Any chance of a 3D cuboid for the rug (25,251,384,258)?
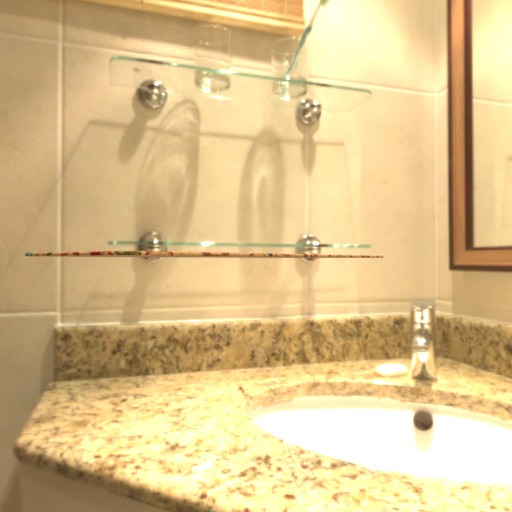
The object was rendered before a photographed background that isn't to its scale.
[{"bbox_3d":[0.000,0.000,2.501,0.693,0.016,2.273,0,-1,35],"label":"rug"}]
